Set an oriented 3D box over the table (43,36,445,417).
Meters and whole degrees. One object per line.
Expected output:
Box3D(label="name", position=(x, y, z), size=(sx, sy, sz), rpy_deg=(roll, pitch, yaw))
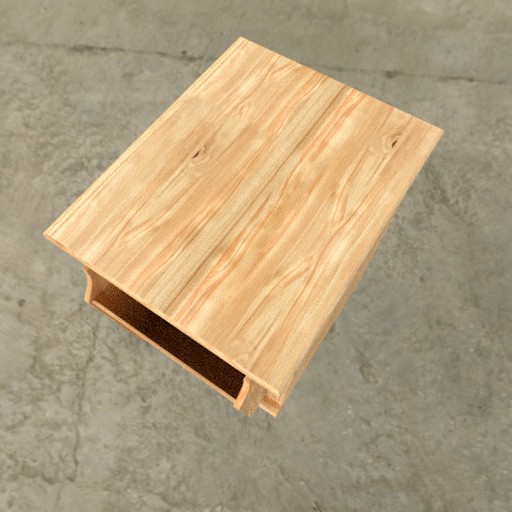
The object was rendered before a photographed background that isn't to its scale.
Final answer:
Box3D(label="table", position=(0.000, 0.000, 0.867), size=(0.380, 0.515, 0.530), rpy_deg=(31, 68, 14))
